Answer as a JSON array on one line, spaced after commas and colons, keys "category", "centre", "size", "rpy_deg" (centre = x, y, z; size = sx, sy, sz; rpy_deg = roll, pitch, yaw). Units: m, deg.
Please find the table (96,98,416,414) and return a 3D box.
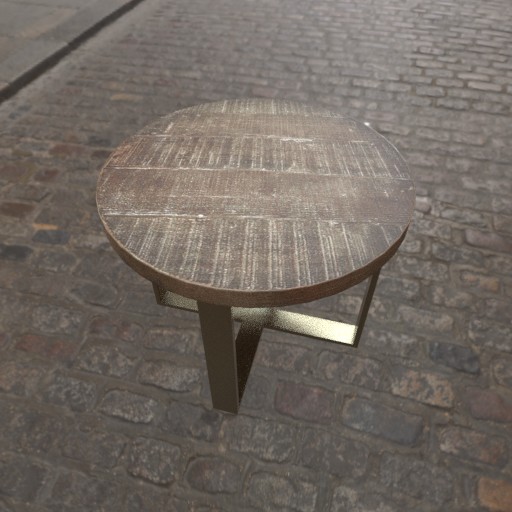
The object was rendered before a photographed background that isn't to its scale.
[{"category": "table", "centre": [0.000, 0.000, 0.952], "size": [0.557, 0.437, 0.557], "rpy_deg": [0, 46, 0]}]
